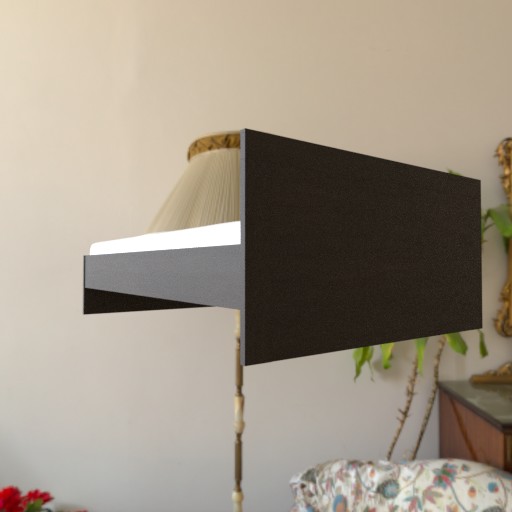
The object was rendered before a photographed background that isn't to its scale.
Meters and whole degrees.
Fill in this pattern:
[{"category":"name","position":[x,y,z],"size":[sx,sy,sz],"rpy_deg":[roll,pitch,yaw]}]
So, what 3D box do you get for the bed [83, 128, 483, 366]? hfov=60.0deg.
[{"category":"bed","position":[0.000,0.000,2.824],"size":[1.585,0.823,2.073],"rpy_deg":[1,-2,-36]}]
